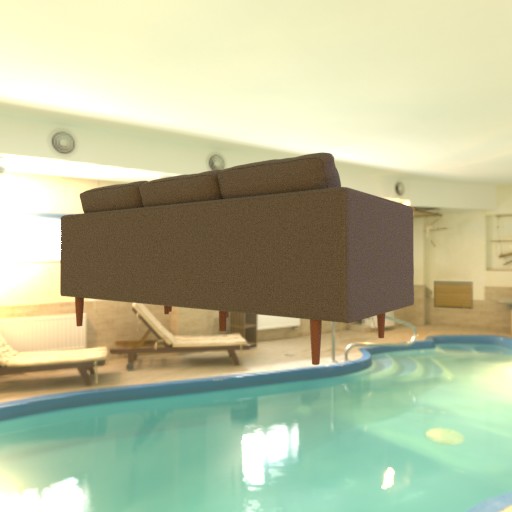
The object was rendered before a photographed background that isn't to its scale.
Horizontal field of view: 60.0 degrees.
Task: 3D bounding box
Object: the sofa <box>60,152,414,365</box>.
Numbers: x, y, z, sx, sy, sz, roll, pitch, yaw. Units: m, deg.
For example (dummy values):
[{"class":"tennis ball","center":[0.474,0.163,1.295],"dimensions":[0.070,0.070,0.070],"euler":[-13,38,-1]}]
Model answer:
[{"class":"sofa","center":[0.000,0.000,2.929],"dimensions":[2.031,0.897,1.591],"euler":[0,0,36]}]
